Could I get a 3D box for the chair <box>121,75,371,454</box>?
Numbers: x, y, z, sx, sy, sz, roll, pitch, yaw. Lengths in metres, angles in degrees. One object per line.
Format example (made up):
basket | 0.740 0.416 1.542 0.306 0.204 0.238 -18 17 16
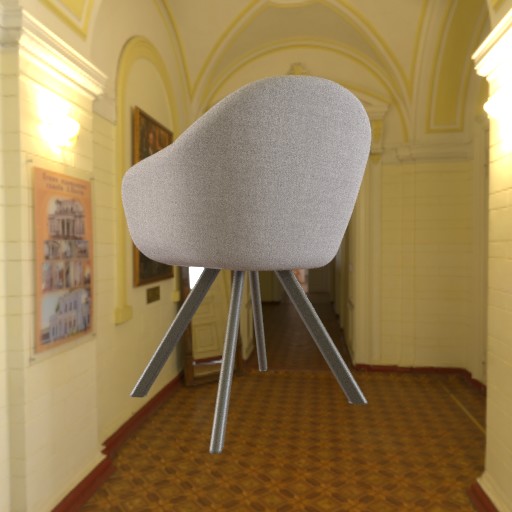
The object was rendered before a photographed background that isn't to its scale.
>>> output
chair | 0.000 0.000 1.184 0.590 0.795 0.550 -1 1 -37
